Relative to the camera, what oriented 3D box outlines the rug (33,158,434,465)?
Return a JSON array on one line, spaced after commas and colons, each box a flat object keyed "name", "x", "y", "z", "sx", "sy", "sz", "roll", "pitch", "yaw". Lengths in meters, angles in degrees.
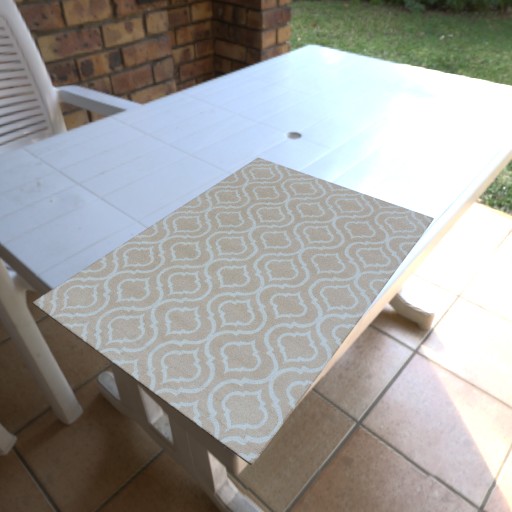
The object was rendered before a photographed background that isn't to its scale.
[{"name": "rug", "x": 0.000, "y": 0.000, "z": 2.777, "sx": 1.524, "sy": 0.010, "sz": 2.134, "roll": 25, "pitch": 46, "yaw": 27}]
